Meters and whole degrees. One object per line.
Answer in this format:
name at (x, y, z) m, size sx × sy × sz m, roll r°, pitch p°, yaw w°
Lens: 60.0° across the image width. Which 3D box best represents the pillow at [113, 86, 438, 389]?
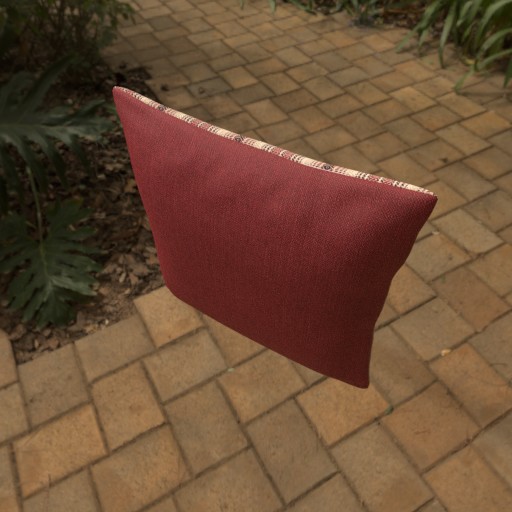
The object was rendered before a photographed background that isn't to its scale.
pillow at (0.000, 0.000, 0.782) m, size 0.513 × 0.497 × 0.166 m, roll 24°, pitch 52°, yaw 21°
